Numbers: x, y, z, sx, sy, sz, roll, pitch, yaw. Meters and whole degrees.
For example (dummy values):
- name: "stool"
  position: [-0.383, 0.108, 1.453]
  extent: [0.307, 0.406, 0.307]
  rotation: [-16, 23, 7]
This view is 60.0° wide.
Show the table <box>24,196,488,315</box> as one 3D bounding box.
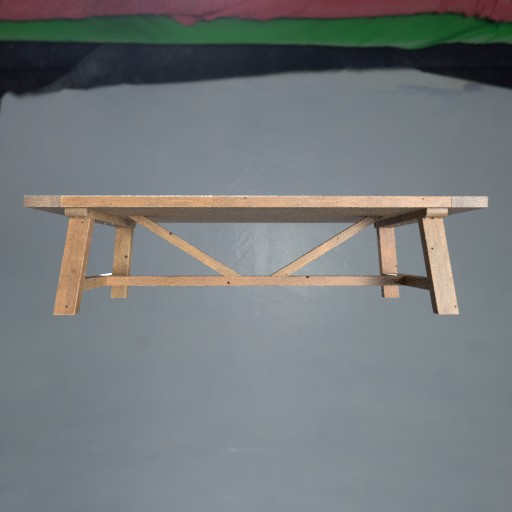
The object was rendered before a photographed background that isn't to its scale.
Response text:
- name: "table"
  position: [0.000, 0.000, 2.128]
  extent: [1.800, 0.465, 0.820]
  rotation: [0, 0, -1]
